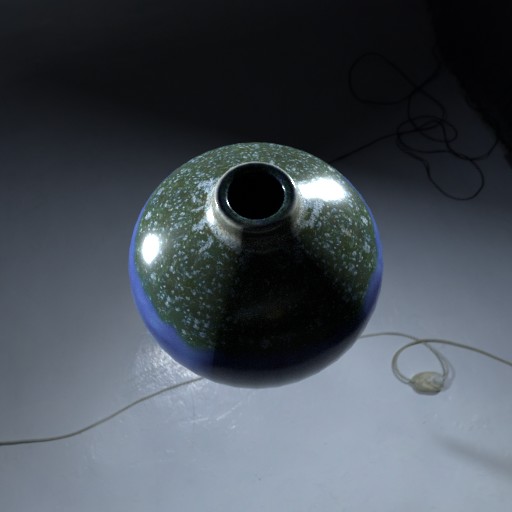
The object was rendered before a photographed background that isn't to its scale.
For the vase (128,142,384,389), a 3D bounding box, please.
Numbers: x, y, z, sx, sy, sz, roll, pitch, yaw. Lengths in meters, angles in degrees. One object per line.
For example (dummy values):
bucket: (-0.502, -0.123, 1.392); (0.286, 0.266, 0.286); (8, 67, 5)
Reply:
vase: (0.000, 0.000, 0.270); (0.154, 0.133, 0.154); (0, 64, 0)
